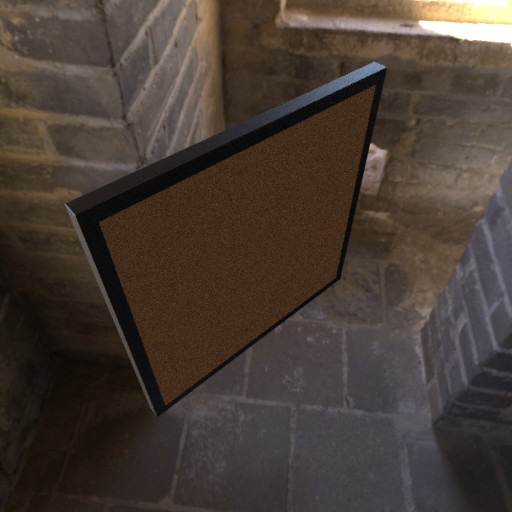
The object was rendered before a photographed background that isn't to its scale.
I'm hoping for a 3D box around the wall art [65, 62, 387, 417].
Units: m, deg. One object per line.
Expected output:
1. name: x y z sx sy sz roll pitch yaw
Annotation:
1. wall art: 0.000 0.000 1.139 0.765 0.765 0.038 -33 56 -26
